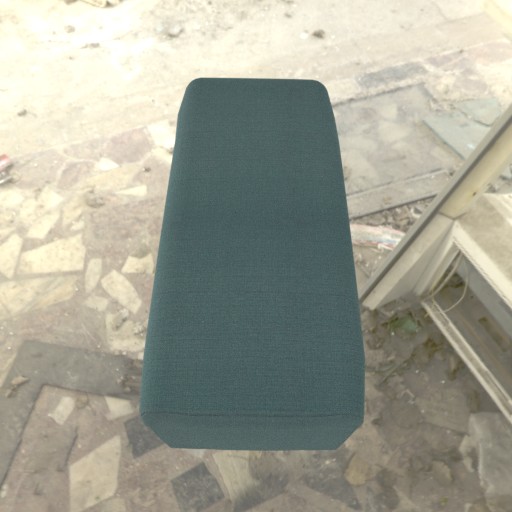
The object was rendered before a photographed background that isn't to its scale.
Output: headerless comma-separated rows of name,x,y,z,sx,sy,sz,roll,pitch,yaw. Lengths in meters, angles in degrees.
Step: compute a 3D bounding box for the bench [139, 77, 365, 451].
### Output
bench,0.000,0.000,1.256,0.476,0.474,0.995,1,58,0
